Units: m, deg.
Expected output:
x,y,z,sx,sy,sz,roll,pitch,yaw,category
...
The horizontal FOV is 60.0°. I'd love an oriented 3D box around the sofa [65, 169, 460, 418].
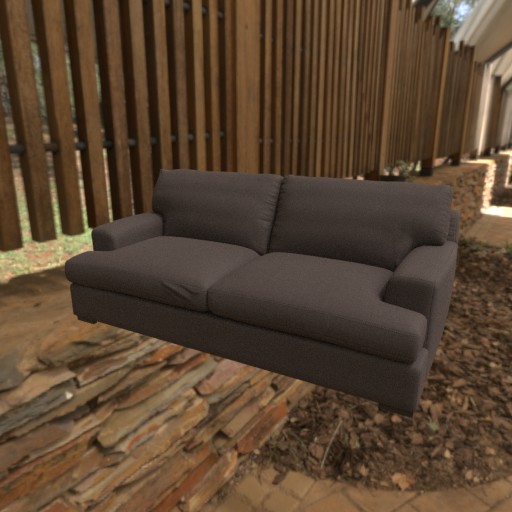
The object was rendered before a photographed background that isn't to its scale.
x,y,z,sx,sy,sz,roll,pitch,yaw,category
0.000,0.000,2.790,2.271,0.950,1.140,9,19,28,sofa
